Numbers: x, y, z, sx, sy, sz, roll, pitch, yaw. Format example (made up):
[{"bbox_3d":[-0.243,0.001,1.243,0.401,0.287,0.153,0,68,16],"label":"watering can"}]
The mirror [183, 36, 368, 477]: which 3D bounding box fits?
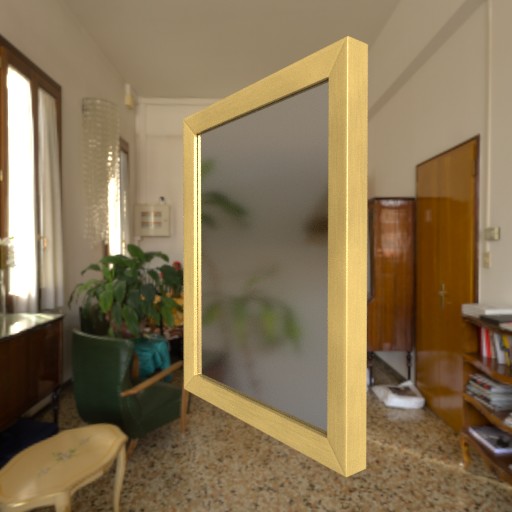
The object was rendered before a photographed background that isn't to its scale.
[{"bbox_3d":[0.000,0.000,0.684,0.041,0.508,0.405,-1,1,-37],"label":"mirror"}]
